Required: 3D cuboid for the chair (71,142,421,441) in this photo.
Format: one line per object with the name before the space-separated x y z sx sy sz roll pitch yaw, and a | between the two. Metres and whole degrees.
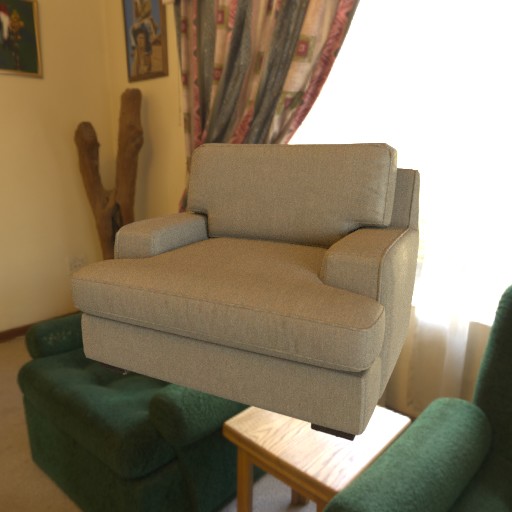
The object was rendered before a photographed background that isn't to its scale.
chair | 0.000 0.000 1.954 1.270 0.974 1.043 7 15 26
